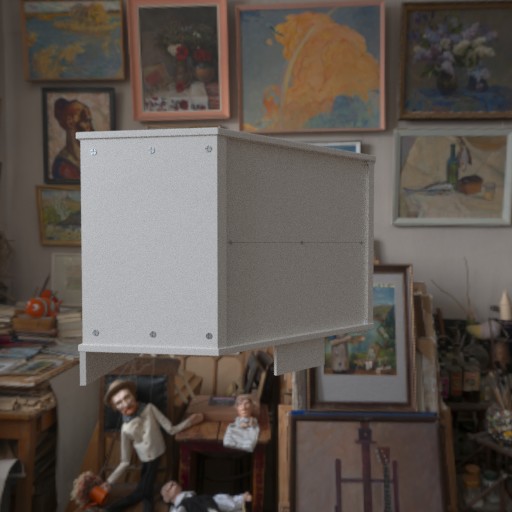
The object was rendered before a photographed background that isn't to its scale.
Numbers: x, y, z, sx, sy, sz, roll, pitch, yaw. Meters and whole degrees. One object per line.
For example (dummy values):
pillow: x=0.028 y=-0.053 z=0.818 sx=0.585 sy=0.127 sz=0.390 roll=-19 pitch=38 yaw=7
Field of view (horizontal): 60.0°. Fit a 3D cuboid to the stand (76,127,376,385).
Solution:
stand: x=0.000 y=0.000 z=1.388 sx=1.072 sy=0.614 sz=0.477 roll=-1 pitch=2 yaw=-36
